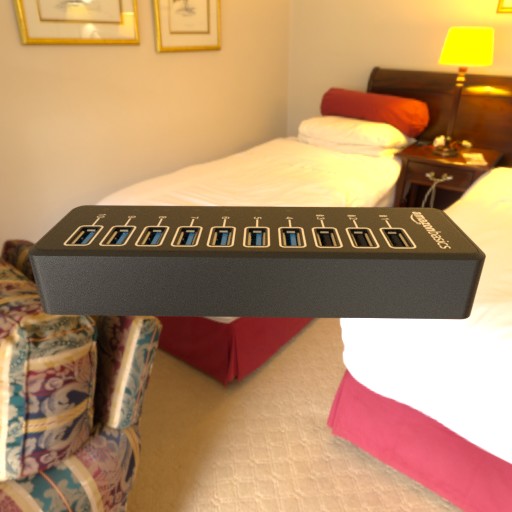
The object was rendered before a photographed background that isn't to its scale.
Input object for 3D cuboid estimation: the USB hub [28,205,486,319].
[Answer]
[{"bbox_3d":[0.000,0.000,0.161,0.145,0.023,0.044,1,27,1],"label":"USB hub"}]
